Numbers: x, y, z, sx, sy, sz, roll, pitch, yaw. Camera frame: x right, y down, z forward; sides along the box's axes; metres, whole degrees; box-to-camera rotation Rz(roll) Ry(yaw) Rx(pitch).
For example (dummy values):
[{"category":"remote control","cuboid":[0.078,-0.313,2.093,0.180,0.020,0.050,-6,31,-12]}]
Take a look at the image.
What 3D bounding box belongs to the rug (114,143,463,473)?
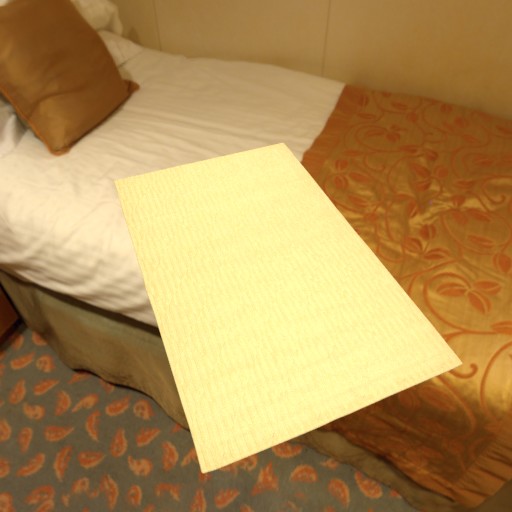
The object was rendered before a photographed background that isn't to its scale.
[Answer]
[{"category":"rug","cuboid":[0.000,0.000,3.049,1.531,0.014,2.441,-16,49,-15]}]
